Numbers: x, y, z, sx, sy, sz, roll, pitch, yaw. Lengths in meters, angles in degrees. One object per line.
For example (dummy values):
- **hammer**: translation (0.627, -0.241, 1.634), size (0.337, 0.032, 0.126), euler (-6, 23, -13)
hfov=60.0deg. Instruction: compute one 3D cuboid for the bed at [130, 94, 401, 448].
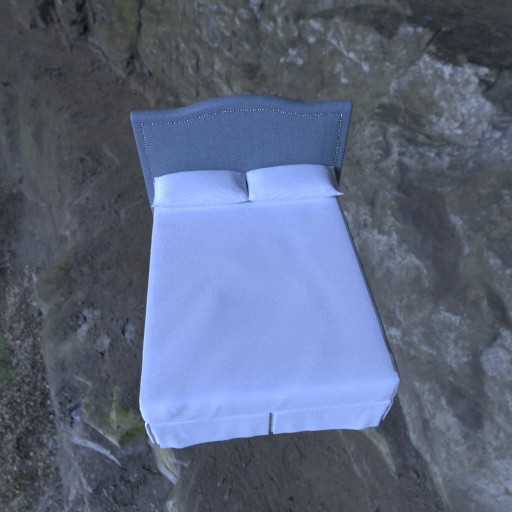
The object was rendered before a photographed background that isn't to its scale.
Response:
- **bed**: translation (0.000, 0.000, 3.271), size (1.753, 1.460, 2.143), euler (-4, 48, -4)
